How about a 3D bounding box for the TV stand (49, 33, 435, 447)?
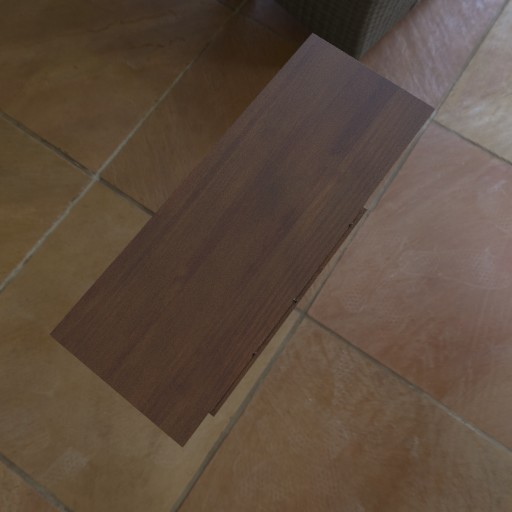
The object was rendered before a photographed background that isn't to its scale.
[{"bbox_3d":[0.000,0.000,1.510,0.406,0.813,1.067,36,78,9],"label":"TV stand"}]
